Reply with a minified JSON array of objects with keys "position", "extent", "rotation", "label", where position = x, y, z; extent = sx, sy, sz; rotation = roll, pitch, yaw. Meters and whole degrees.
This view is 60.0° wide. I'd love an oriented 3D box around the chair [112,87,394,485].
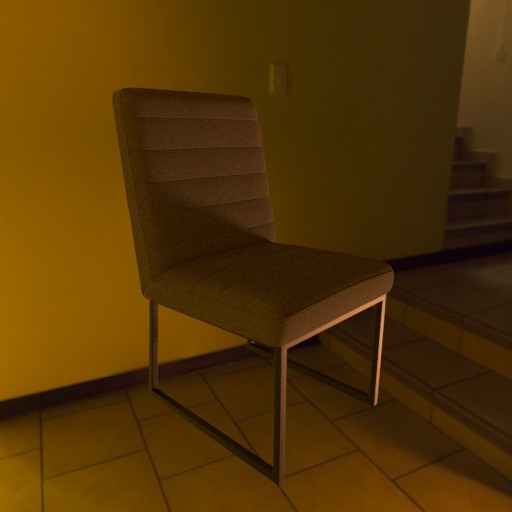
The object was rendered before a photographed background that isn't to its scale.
[{"position":[0.000,0.000,1.292],"extent":[0.634,0.930,0.520],"rotation":[14,21,42],"label":"chair"}]
